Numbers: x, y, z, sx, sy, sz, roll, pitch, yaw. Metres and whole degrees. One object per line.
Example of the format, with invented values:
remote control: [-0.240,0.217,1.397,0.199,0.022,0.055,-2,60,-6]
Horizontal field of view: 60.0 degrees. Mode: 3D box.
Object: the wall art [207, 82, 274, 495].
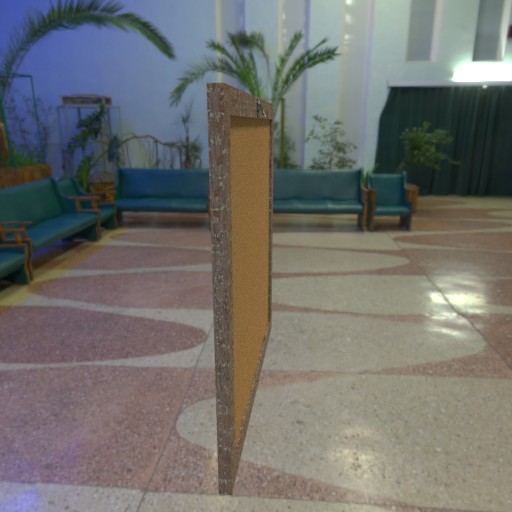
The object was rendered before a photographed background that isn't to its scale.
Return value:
wall art: [0.000,0.000,0.564,0.022,0.380,0.380,2,17,8]
